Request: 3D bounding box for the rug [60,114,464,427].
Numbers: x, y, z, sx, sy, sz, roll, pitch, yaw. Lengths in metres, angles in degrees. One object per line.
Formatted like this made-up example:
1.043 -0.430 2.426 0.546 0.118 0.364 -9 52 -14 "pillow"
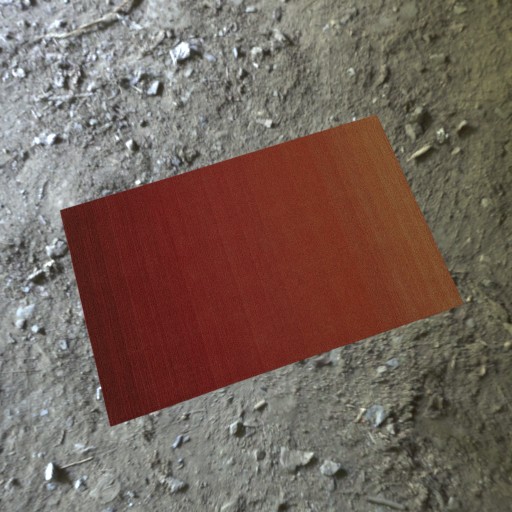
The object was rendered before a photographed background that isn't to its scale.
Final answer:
0.000 0.000 3.070 2.442 0.010 1.531 -18 76 -5 "rug"
